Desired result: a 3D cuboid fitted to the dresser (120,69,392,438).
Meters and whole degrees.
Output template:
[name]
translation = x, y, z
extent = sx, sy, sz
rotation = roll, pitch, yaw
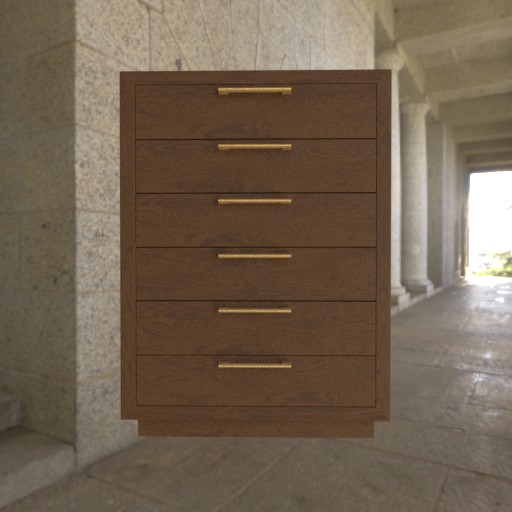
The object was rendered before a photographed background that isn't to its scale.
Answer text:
[dresser]
translation = 0.000, 0.000, 1.795
extent = 0.964, 1.320, 0.516
rotation = 0, 1, 1
